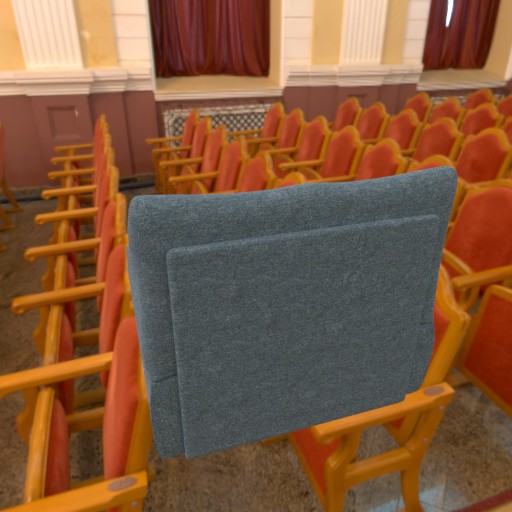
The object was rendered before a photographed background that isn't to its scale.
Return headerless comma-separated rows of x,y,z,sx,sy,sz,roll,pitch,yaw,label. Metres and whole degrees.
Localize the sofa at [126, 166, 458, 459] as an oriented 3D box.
0.000,0.000,1.669,0.930,0.820,1.000,-8,27,-17,sofa
